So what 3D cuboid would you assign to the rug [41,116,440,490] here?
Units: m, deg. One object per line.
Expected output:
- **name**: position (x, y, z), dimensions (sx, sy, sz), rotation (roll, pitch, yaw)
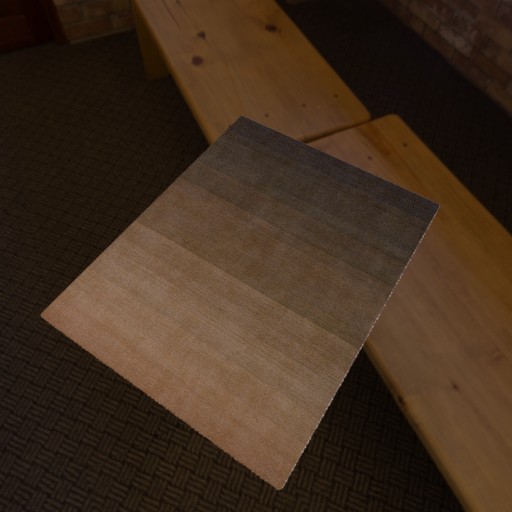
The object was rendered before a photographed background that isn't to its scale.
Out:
- **rug**: position (0.000, 0.000, 3.905), dimensions (2.305, 0.017, 2.902), rotation (29, 62, 17)
